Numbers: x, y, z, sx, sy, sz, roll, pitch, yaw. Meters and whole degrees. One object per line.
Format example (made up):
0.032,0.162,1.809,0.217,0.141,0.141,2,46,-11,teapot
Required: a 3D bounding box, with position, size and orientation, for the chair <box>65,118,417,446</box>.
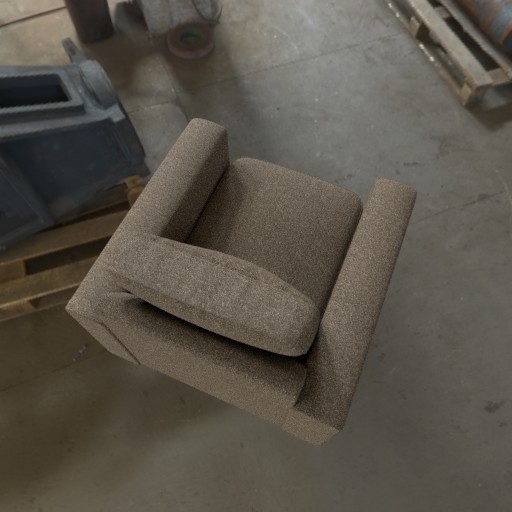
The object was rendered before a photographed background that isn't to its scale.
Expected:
0.000,0.000,1.744,1.005,0.873,1.016,21,64,11,chair
